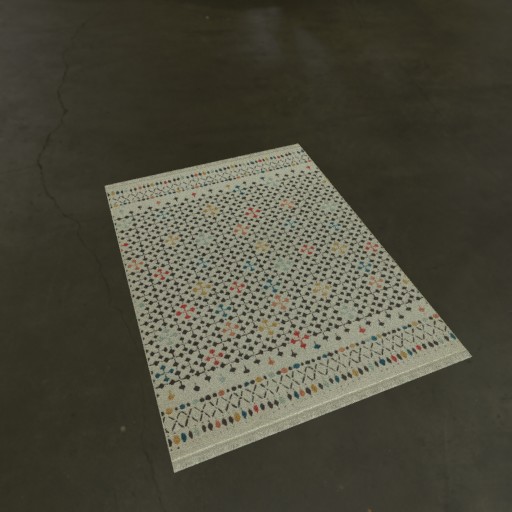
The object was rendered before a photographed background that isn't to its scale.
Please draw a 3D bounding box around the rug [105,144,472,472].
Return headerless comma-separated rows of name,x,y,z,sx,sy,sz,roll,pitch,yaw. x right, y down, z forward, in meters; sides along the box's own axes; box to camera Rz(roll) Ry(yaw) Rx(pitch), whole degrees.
rug,0.000,0.000,4.164,2.354,0.007,3.196,-16,49,-14
